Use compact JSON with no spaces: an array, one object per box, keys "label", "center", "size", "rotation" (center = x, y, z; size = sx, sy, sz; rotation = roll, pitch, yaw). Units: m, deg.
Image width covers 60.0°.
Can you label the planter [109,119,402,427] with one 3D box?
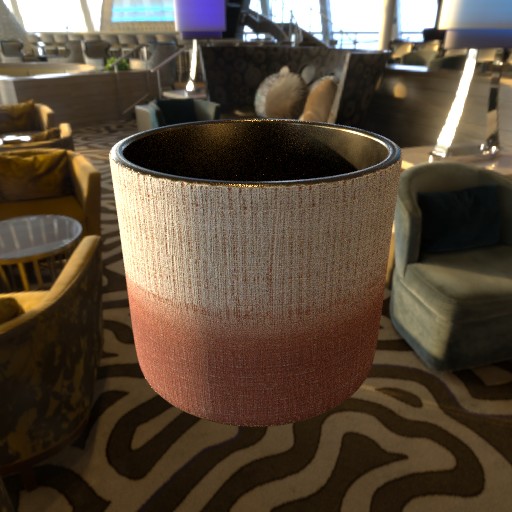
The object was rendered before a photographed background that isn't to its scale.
[{"label":"planter","center":[0.000,0.000,0.309],"size":[0.178,0.157,0.178],"rotation":[0,27,0]}]
